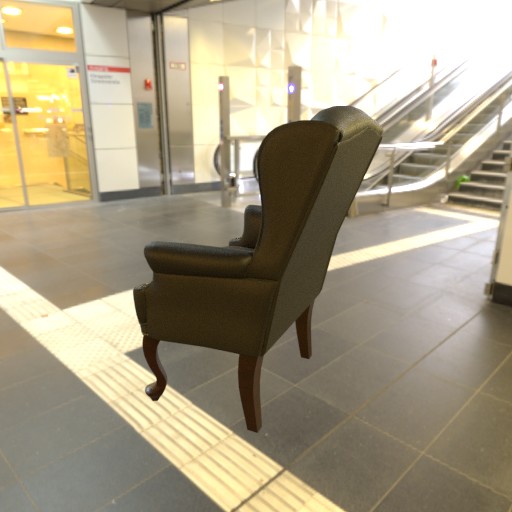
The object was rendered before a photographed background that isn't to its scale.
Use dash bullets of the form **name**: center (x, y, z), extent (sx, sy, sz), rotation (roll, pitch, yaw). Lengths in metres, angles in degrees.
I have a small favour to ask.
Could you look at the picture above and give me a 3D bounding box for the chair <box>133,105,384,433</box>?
- **chair**: center (0.000, 0.000, 1.770), extent (0.822, 1.133, 0.831), rotation (8, 19, 24)
